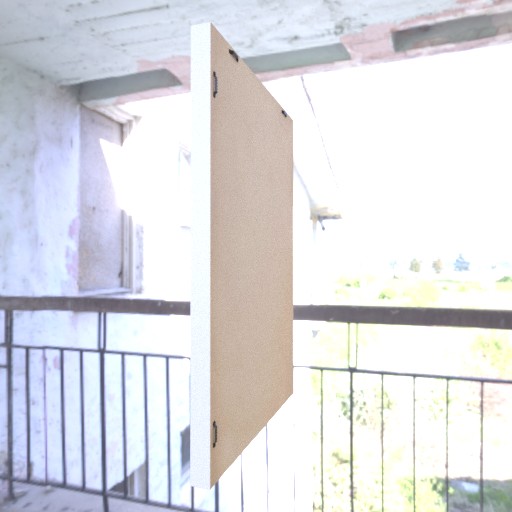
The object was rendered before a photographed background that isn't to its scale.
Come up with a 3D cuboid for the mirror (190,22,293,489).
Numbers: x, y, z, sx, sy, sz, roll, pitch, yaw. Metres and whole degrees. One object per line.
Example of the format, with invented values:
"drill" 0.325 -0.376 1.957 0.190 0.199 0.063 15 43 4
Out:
"mirror" 0.000 0.000 0.917 0.039 0.710 0.507 0 0 19
